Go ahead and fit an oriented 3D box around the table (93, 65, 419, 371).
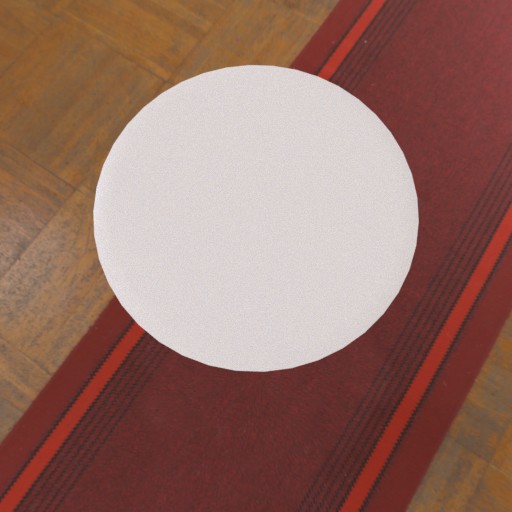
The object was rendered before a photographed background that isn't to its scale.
[{"bbox_3d":[0.000,0.000,1.016,0.513,0.653,0.513,0,75,0],"label":"table"}]
